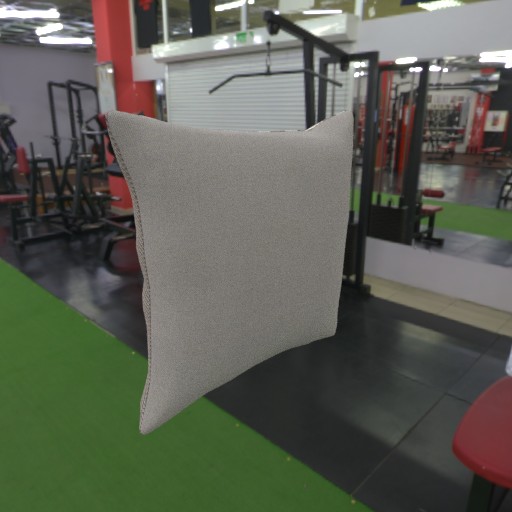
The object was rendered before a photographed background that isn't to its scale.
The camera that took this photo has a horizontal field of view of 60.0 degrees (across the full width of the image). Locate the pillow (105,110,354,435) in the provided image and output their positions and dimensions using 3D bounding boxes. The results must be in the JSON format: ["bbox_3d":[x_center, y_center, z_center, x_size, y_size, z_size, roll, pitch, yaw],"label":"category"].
[{"bbox_3d":[0.000,0.000,0.641,0.416,0.401,0.173,-16,24,-41],"label":"pillow"}]
